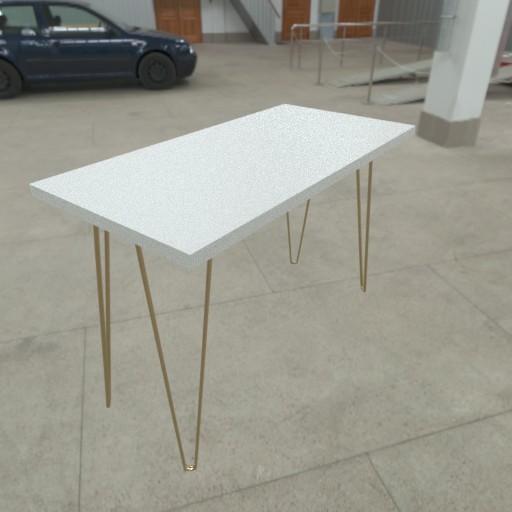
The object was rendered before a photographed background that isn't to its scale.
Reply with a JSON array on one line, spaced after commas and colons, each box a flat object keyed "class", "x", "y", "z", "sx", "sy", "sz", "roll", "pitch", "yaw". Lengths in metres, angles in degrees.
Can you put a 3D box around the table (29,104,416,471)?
[{"class": "table", "x": 0.000, "y": 0.000, "z": 1.347, "sx": 0.498, "sy": 0.660, "sz": 0.991, "roll": 22, "pitch": 37, "yaw": 32}]
